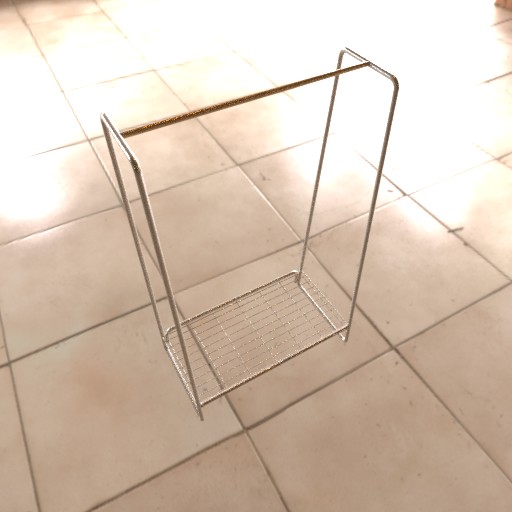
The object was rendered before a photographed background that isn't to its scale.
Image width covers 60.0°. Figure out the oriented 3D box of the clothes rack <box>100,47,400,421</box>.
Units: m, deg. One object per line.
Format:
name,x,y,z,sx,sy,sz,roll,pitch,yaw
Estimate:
clothes rack,0.000,0.000,1.912,0.900,1.500,0.495,-23,52,-20
